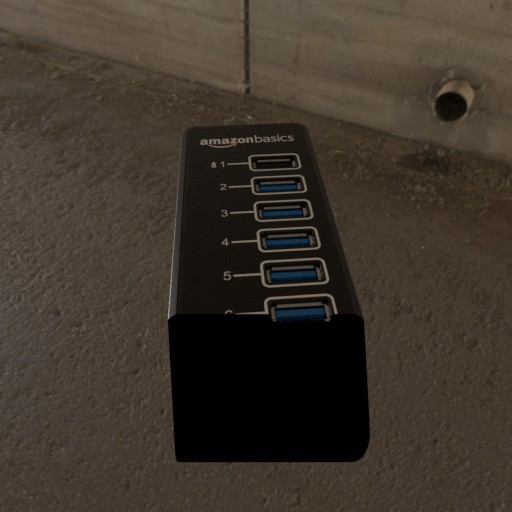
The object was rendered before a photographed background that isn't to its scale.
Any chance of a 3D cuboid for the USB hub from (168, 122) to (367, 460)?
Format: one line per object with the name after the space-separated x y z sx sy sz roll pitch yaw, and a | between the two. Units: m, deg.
0.000 0.000 0.128 0.044 0.023 0.110 -3 47 -3 | USB hub
